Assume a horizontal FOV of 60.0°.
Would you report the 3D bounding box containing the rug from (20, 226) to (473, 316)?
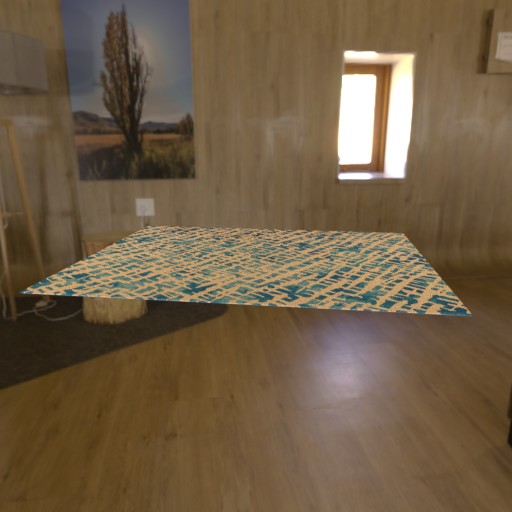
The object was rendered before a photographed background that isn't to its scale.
[{"bbox_3d":[0.000,0.000,4.047,3.007,0.007,2.435,2,15,8],"label":"rug"}]
